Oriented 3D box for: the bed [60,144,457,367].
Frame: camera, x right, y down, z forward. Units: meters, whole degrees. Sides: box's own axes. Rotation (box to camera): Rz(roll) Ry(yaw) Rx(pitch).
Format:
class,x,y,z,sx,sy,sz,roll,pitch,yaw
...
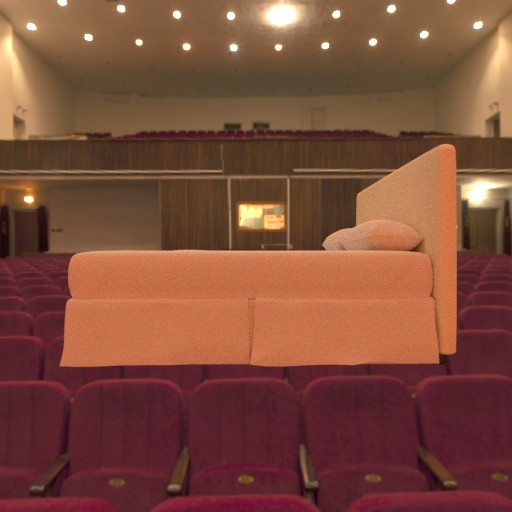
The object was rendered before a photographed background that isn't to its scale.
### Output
class,x,y,z,sx,sy,sz,roll,pitch,yaw
bed,0.000,0.000,3.577,2.341,1.317,2.119,0,0,-1
